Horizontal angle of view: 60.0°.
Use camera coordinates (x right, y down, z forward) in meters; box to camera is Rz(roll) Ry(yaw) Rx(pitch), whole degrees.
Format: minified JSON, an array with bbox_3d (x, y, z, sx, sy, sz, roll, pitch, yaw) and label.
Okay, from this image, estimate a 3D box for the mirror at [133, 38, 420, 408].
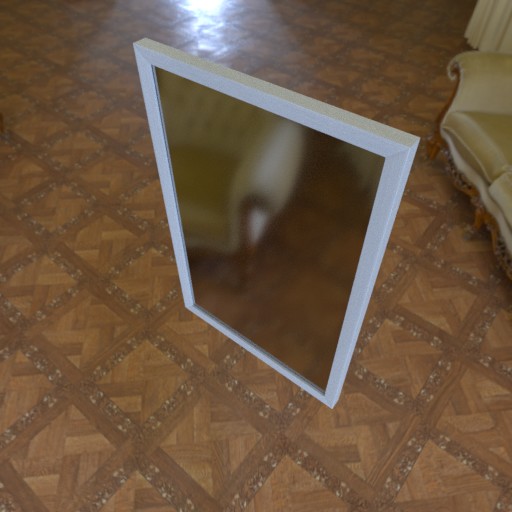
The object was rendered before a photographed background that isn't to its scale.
[{"bbox_3d":[0.000,0.000,1.128,0.609,0.915,0.040,30,54,25],"label":"mirror"}]
